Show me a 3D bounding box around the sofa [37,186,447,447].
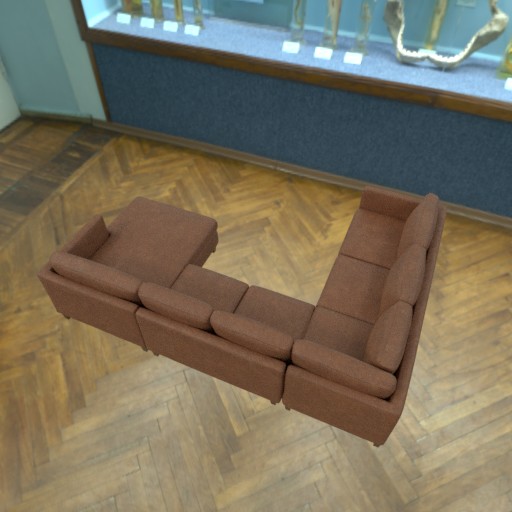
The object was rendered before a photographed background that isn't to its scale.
[{"bbox_3d":[0.000,0.000,4.687,3.460,0.923,2.593,18,50,16],"label":"sofa"}]
